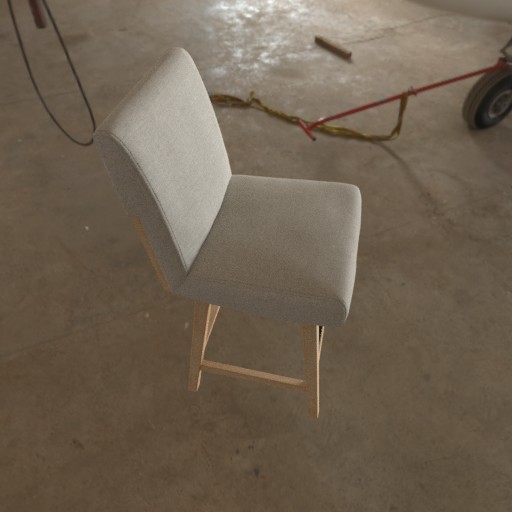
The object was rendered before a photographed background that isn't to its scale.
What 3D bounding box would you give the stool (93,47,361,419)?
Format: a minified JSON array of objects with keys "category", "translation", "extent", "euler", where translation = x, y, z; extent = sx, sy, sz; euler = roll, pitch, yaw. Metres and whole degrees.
[{"category":"stool","translation":[0.000,0.000,1.402],"extent":[0.606,1.085,0.507],"euler":[10,48,9]}]
